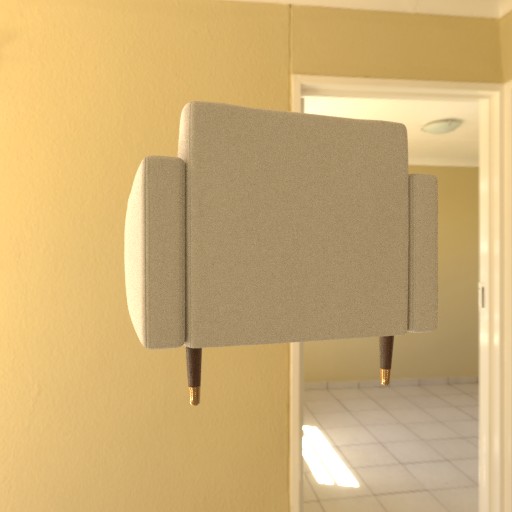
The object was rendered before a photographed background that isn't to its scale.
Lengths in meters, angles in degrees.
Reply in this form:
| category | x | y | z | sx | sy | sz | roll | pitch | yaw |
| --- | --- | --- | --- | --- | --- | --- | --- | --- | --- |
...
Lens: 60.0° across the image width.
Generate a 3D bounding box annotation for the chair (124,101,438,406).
| category | x | y | z | sx | sy | sz | roll | pitch | yaw |
| --- | --- | --- | --- | --- | --- | --- | --- | --- | --- |
| chair | 0.000 | 0.000 | 1.689 | 0.953 | 0.819 | 0.998 | 0 | 0 | -18 |
